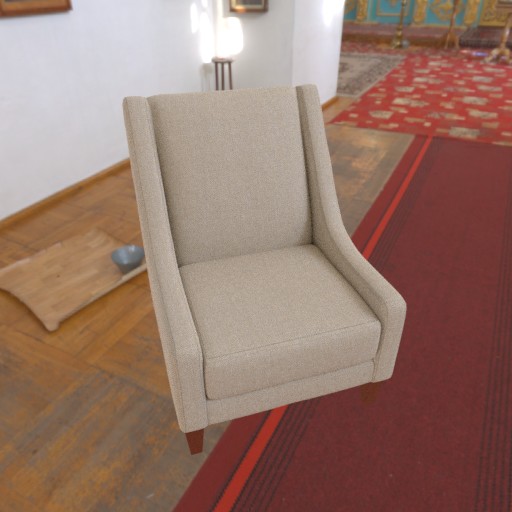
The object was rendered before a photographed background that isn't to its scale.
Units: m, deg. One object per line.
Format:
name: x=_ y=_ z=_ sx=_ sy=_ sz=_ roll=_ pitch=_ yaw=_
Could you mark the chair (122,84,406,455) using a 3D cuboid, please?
chair: x=0.000 y=0.000 z=1.626 sx=0.774 sy=1.014 sz=0.870 roll=-10 pitch=34 yaw=-15
